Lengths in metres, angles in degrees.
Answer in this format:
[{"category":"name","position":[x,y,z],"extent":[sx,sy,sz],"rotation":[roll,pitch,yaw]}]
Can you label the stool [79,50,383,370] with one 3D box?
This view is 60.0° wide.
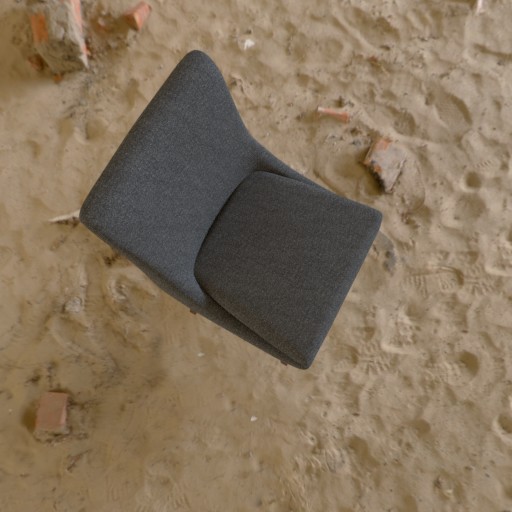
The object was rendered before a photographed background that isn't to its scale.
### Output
[{"category":"stool","position":[0.000,0.000,1.358],"extent":[0.572,1.068,0.489],"rotation":[28,77,7]}]
